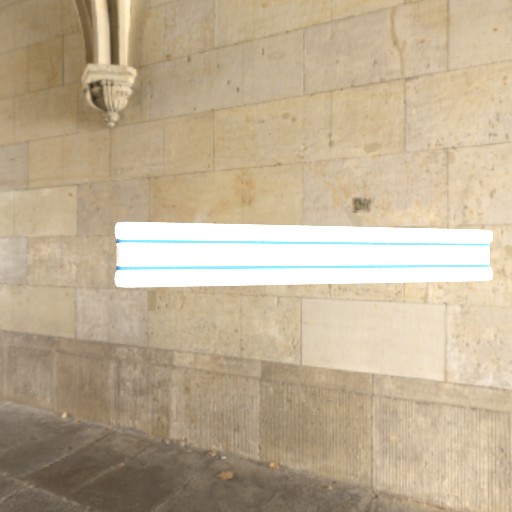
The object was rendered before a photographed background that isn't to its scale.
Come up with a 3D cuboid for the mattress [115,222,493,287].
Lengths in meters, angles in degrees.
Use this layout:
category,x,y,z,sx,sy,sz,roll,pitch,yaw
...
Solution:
category,x,y,z,sx,sy,sz,roll,pitch,yaw
mattress,0.000,0.000,2.694,1.600,0.230,2.000,0,0,-17
